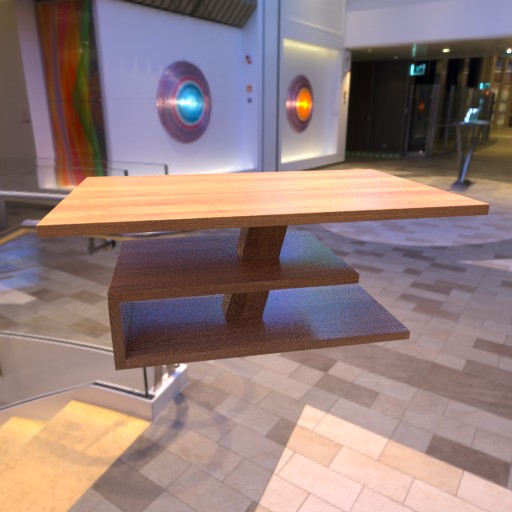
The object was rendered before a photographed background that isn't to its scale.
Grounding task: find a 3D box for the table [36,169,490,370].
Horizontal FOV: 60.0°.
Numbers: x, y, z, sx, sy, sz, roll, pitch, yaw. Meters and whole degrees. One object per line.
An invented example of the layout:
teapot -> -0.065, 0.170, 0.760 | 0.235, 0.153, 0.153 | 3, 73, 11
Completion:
table -> 0.000, 0.000, 1.445 | 1.100, 0.442, 0.700 | -4, 19, -11
